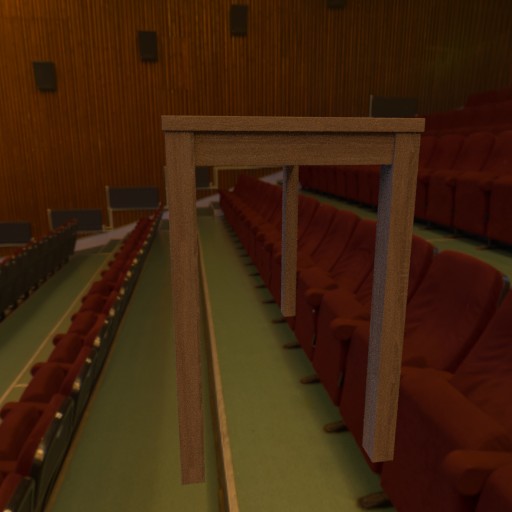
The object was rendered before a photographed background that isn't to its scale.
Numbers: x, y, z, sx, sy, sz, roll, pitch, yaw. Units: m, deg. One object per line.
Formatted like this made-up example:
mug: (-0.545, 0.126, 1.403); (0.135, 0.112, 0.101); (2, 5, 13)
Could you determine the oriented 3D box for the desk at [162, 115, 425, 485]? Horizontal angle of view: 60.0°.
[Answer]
desk: (0.000, 0.000, 1.375); (0.495, 0.762, 0.991); (-2, 14, -9)
